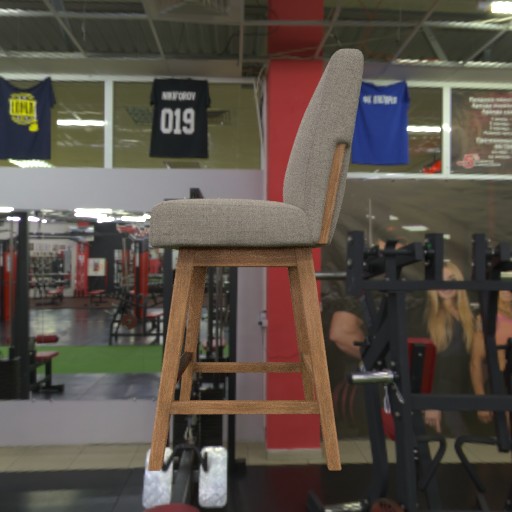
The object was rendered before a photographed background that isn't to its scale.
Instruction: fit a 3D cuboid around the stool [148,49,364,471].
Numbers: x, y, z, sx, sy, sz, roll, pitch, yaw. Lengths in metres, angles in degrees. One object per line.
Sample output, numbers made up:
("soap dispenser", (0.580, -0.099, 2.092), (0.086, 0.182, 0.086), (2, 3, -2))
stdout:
("stool", (0.000, 0.000, 1.270), (0.526, 1.010, 0.459), (0, 0, 0))
